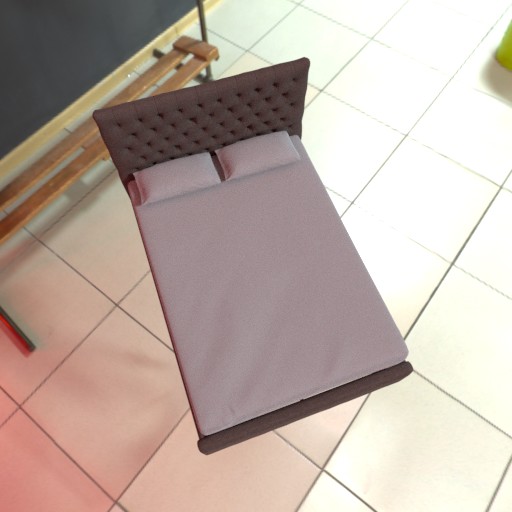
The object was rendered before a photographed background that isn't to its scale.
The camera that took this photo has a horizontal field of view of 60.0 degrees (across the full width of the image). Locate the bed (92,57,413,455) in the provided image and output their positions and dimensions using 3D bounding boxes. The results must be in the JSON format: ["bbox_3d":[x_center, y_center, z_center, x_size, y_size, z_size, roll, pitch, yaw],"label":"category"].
[{"bbox_3d":[0.000,0.000,3.452,1.698,1.427,2.387,-18,65,-9],"label":"bed"}]
